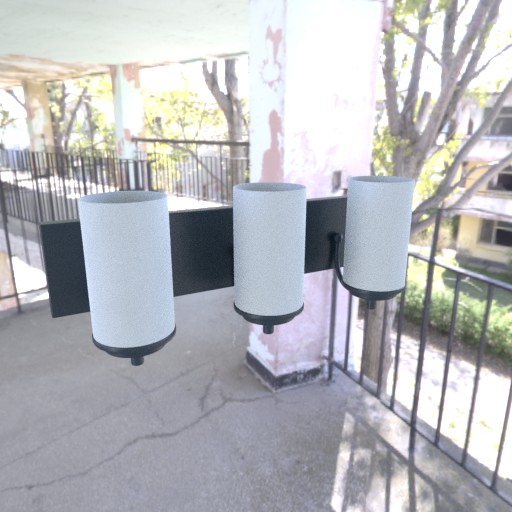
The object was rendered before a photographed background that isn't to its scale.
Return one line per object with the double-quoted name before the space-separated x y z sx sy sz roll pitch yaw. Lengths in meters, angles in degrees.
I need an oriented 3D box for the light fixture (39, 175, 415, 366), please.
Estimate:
"light fixture" 0.000 0.000 0.528 0.451 0.172 0.145 -8 18 -27
